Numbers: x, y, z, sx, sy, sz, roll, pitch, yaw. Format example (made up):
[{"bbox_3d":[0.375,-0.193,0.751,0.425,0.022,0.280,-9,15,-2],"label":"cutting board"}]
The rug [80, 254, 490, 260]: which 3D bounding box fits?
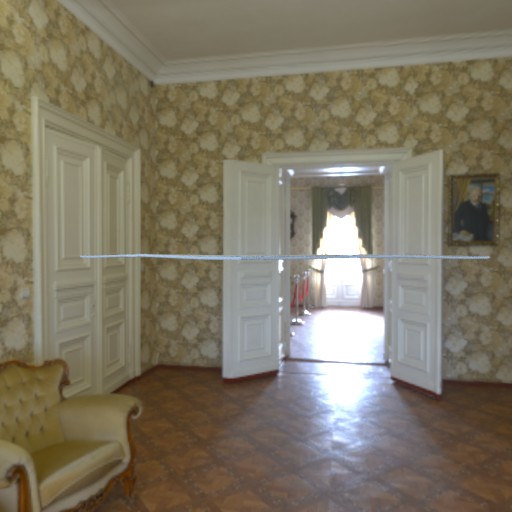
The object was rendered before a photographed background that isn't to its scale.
[{"bbox_3d":[0.000,0.000,4.247,2.461,0.046,3.237,0,0,-35],"label":"rug"}]
